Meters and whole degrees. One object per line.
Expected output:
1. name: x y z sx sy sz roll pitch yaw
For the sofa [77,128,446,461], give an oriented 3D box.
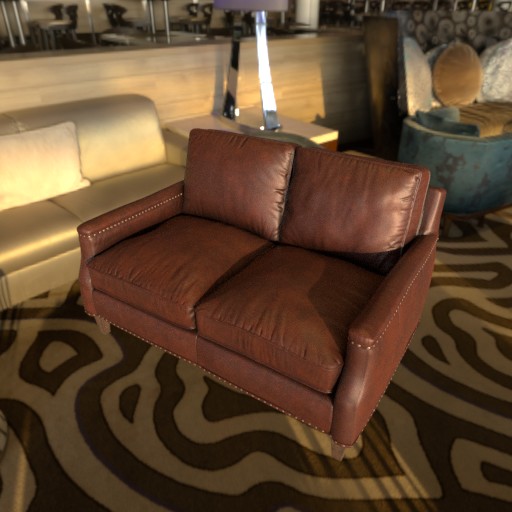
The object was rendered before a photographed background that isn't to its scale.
1. sofa: 0.000 0.000 2.280 1.628 1.003 1.083 18 35 28
